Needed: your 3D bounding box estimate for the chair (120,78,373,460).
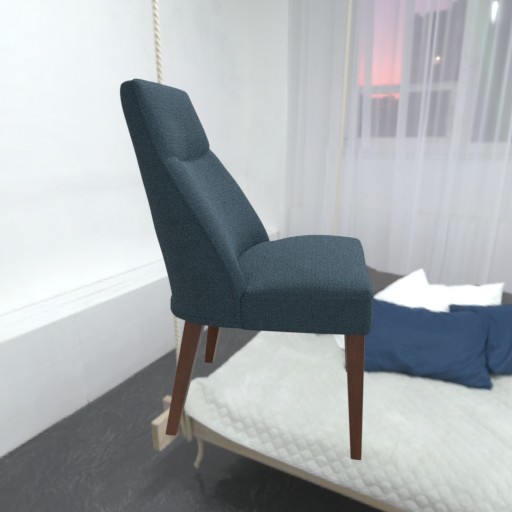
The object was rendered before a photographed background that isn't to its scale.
[{"bbox_3d":[0.000,0.000,1.261,0.620,0.930,0.500,3,16,9],"label":"chair"}]
